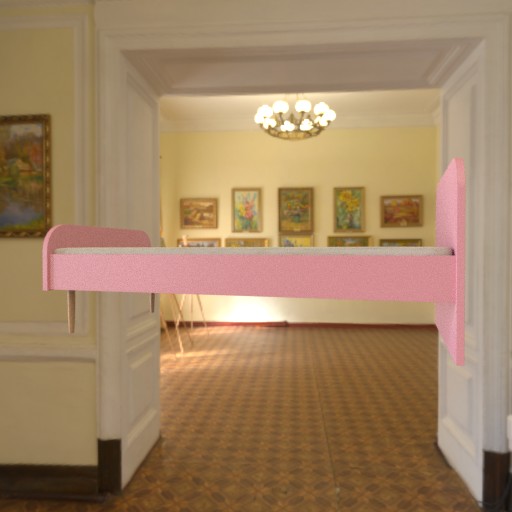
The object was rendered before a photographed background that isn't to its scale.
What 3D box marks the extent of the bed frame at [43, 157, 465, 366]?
[{"bbox_3d":[0.000,0.000,2.432,1.963,0.805,0.998,0,1,18],"label":"bed frame"}]
